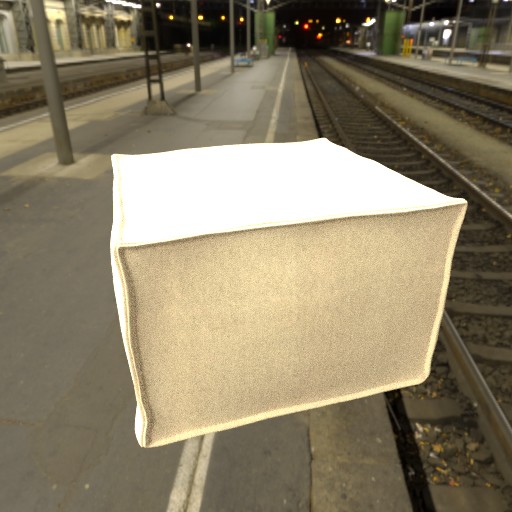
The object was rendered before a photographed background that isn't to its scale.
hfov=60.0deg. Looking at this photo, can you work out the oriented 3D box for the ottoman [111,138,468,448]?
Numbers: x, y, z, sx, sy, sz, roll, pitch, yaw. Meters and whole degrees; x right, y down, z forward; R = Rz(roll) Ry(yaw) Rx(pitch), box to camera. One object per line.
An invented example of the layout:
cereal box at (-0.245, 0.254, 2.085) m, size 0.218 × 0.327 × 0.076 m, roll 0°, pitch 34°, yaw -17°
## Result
ottoman at (0.000, 0.000, 1.150) m, size 0.707 × 0.470 × 0.696 m, roll -8°, pitch 27°, yaw -15°
